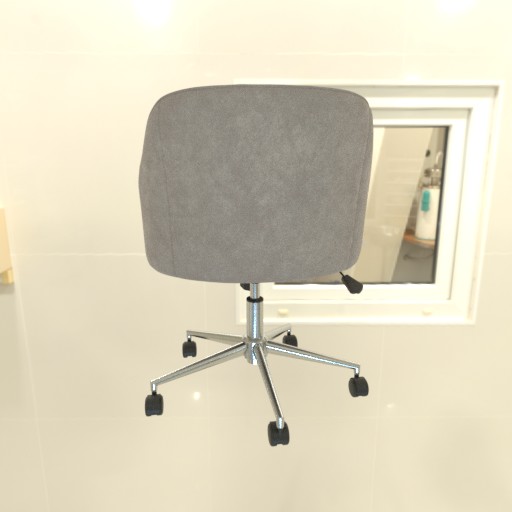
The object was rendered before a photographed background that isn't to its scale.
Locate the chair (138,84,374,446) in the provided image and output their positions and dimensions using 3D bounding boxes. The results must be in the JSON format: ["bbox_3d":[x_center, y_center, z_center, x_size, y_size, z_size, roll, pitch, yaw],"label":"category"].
[{"bbox_3d":[0.000,0.000,1.239,0.635,0.831,0.573,-2,14,-8],"label":"chair"}]
